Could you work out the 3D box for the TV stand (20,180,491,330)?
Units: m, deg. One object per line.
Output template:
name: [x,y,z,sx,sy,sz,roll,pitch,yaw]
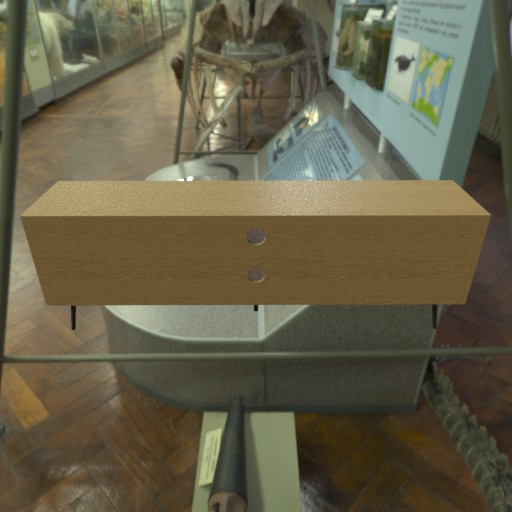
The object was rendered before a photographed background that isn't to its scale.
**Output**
TV stand: [0.000,0.000,1.974,1.760,0.580,0.400,0,30,0]
